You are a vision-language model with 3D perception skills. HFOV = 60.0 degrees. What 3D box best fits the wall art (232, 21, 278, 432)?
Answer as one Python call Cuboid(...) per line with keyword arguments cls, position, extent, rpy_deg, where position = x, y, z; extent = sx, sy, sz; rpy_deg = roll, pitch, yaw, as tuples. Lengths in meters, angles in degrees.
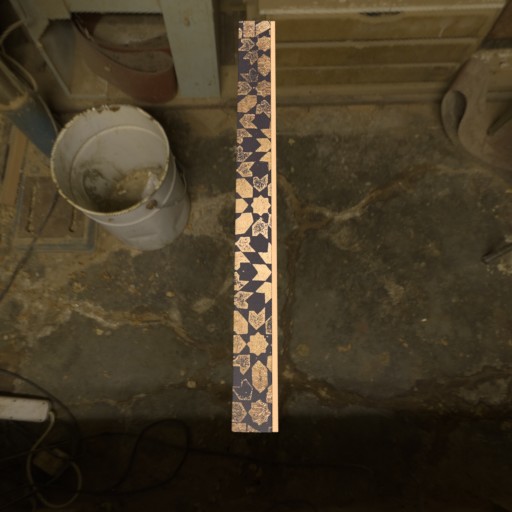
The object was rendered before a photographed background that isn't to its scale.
Cuboid(cls="wall art", position=(0.000, 0.000, 0.610), extent=(0.038, 0.405, 0.405), rpy_deg=(0, 75, 0))
